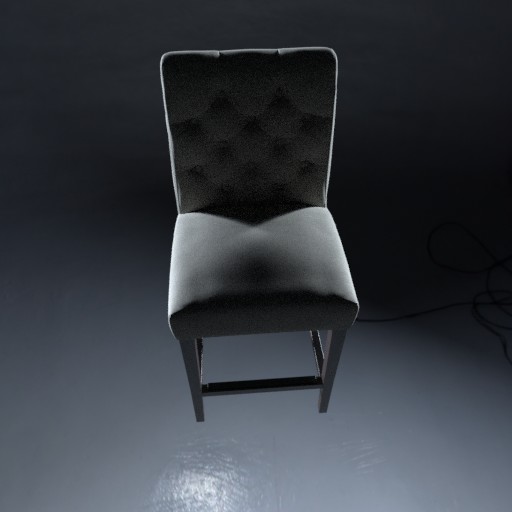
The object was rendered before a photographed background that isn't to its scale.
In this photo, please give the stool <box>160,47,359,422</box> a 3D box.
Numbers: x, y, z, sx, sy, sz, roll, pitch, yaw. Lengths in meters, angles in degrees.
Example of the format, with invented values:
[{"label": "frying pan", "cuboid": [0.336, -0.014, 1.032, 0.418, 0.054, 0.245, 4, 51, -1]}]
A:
[{"label": "stool", "cuboid": [0.000, 0.000, 1.364, 0.493, 1.040, 0.601, -3, 47, -3]}]
